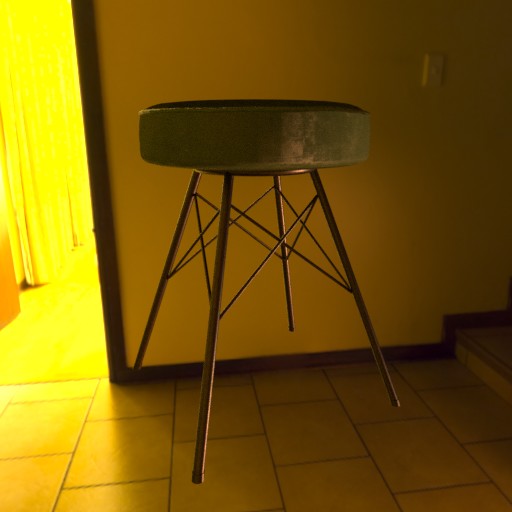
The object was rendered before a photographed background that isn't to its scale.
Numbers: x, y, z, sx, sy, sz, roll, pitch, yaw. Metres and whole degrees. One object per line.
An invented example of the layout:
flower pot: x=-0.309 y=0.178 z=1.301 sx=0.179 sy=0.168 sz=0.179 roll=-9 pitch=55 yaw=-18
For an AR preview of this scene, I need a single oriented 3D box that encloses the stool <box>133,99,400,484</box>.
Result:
stool: x=0.000 y=0.000 z=0.913 sx=0.457 sy=0.595 sz=0.430 roll=-8 pitch=18 yaw=-27
